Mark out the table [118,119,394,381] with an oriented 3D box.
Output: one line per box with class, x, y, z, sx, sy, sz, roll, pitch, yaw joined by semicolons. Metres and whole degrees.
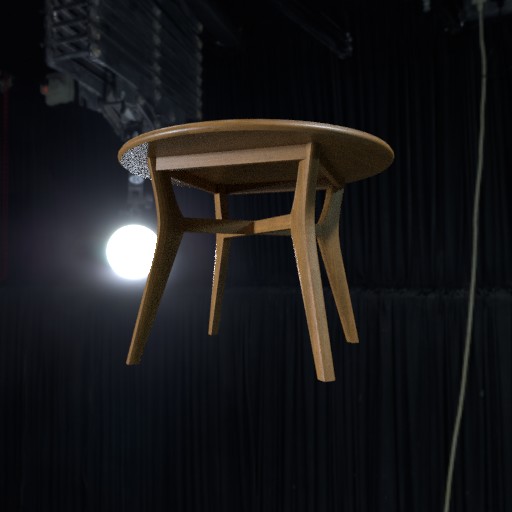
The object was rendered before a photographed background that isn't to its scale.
table;0.000;0.000;1.768;1.055;0.757;1.055;0;-1;0
